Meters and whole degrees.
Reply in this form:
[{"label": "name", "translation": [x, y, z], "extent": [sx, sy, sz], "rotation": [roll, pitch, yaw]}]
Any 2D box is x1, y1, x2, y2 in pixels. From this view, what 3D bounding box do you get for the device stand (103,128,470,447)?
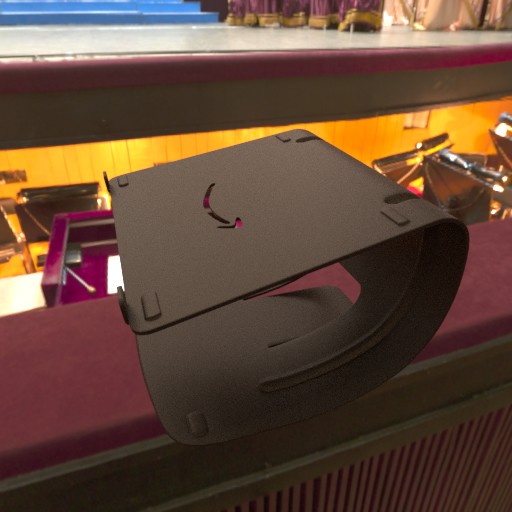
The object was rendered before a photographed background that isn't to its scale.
[{"label": "device stand", "translation": [0.000, 0.000, 0.397], "extent": [0.236, 0.155, 0.256], "rotation": [-10, 32, -16]}]
